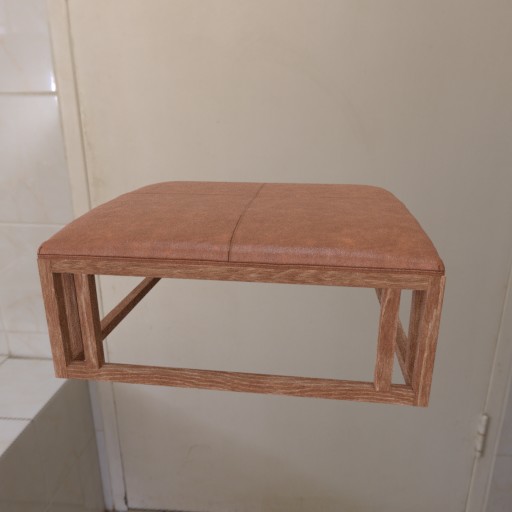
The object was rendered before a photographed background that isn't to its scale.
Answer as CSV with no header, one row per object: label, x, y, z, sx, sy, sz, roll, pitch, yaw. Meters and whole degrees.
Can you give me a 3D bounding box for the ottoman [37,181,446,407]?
ottoman,0.000,0.000,1.593,1.016,0.442,1.013,2,18,7
